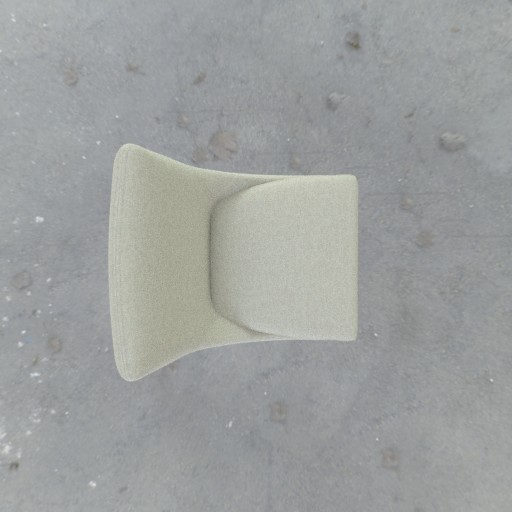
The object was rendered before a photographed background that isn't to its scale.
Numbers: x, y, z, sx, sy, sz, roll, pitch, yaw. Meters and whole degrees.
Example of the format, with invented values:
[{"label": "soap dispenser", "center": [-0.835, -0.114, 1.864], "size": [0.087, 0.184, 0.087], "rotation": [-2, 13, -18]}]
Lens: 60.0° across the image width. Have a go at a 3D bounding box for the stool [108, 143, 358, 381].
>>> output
[{"label": "stool", "center": [0.000, 0.000, 1.358], "size": [0.559, 1.092, 0.470], "rotation": [0, 91, 0]}]
